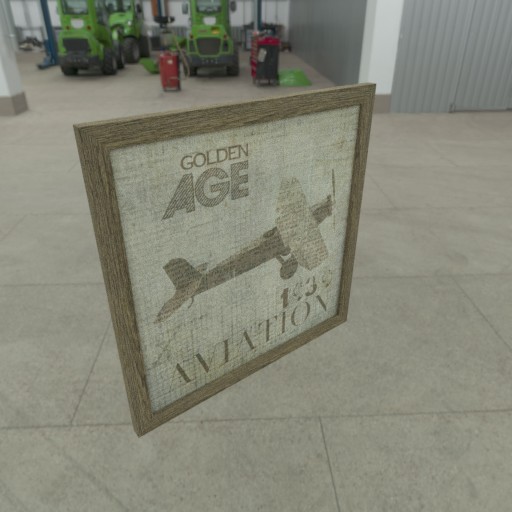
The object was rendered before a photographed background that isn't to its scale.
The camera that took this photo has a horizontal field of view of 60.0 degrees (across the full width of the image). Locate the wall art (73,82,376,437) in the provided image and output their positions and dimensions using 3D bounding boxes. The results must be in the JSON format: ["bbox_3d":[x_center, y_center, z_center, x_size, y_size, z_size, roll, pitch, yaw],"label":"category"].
[{"bbox_3d":[0.000,0.000,0.752,0.508,0.508,0.019,-21,36,-32],"label":"wall art"}]
